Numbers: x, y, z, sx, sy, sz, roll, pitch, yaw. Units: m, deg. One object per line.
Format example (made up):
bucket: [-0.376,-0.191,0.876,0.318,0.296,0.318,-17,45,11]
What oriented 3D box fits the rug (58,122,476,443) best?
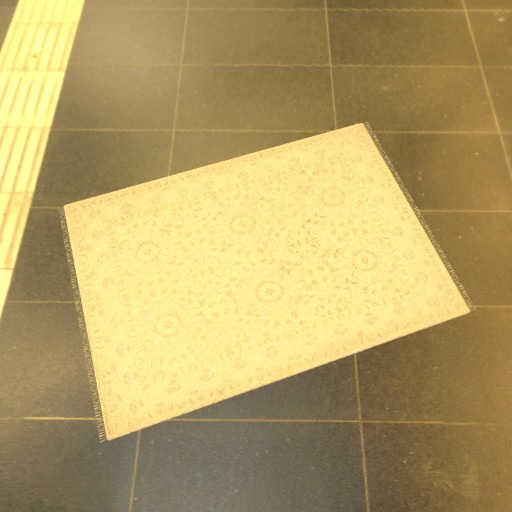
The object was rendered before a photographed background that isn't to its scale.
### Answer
rug: [0.000,0.000,2.766,2.233,0.011,1.514,-17,66,-8]
